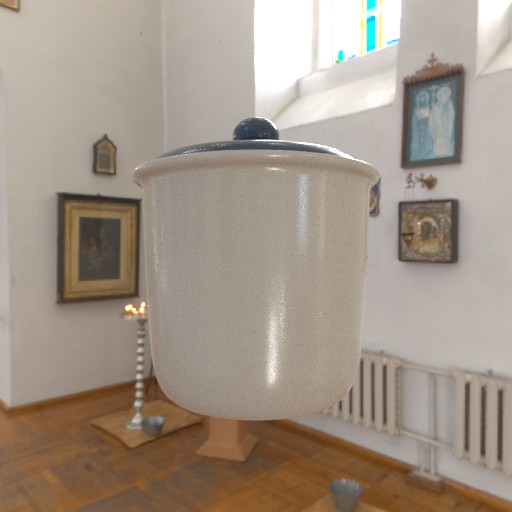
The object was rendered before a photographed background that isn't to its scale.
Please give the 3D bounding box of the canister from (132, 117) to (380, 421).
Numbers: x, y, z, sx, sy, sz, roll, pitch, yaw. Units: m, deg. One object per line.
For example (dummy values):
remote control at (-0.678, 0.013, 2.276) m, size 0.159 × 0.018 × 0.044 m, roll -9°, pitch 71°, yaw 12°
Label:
canister at (0.000, 0.000, 0.337) m, size 0.182 × 0.208 × 0.182 m, roll 0°, pitch 0°, yaw 0°
